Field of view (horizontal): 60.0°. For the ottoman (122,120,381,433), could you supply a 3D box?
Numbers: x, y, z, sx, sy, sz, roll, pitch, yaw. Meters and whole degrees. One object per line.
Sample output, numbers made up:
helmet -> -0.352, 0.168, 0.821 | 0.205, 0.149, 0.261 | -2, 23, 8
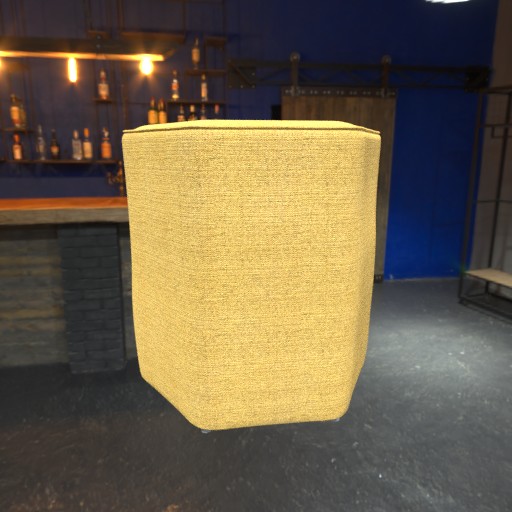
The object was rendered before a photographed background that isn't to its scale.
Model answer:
ottoman -> 0.000, 0.000, 0.891 | 0.494, 0.502, 0.443 | -2, 14, -8
